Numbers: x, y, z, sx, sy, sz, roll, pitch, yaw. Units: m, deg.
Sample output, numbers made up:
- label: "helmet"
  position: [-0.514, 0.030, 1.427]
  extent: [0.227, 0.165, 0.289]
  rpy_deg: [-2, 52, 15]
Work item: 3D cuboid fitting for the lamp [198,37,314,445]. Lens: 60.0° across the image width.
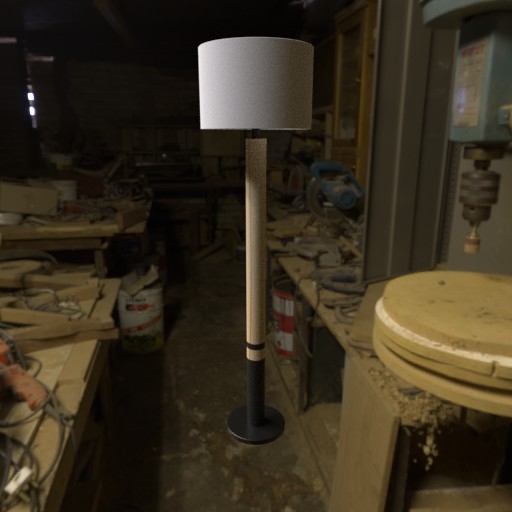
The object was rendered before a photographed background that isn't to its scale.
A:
- label: "lamp"
  position: [0.000, 0.000, 1.665]
  extent: [0.381, 1.478, 0.381]
  rpy_deg: [-2, 16, -9]
